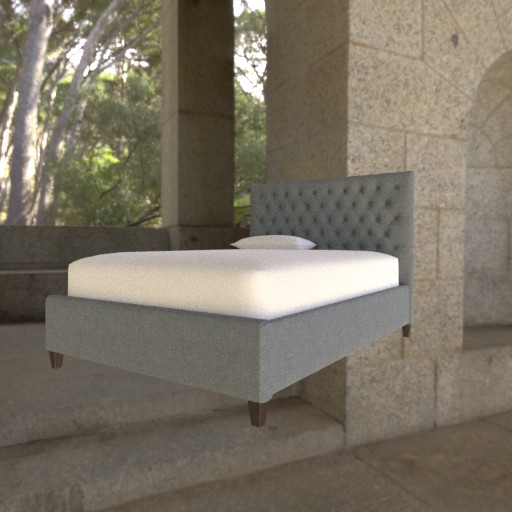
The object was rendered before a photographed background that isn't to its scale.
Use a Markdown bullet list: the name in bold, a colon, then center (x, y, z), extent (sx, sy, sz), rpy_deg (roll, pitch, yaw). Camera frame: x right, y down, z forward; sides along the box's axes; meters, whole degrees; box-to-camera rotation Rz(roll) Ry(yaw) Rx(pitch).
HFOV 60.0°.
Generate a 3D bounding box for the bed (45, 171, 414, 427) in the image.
- **bed**: center (0.000, 0.000, 3.308), extent (1.698, 1.411, 2.335), rpy_deg (1, 2, 35)
